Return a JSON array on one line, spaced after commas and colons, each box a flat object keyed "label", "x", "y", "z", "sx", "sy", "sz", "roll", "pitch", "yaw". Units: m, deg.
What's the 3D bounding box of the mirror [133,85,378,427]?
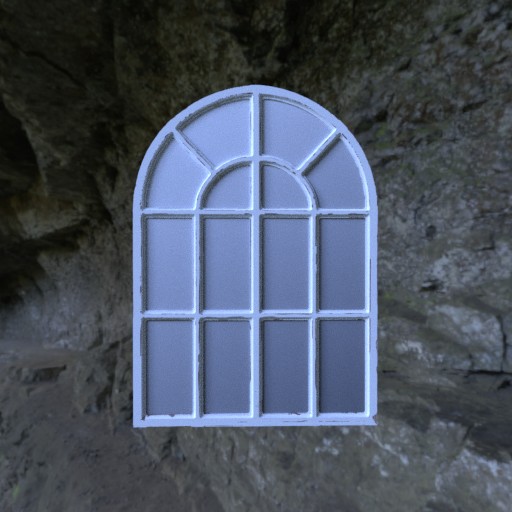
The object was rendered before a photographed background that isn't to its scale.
[{"label": "mirror", "x": 0.000, "y": 0.000, "z": 1.210, "sx": 0.660, "sy": 0.920, "sz": 0.032, "roll": 0, "pitch": 0, "yaw": -1}]
